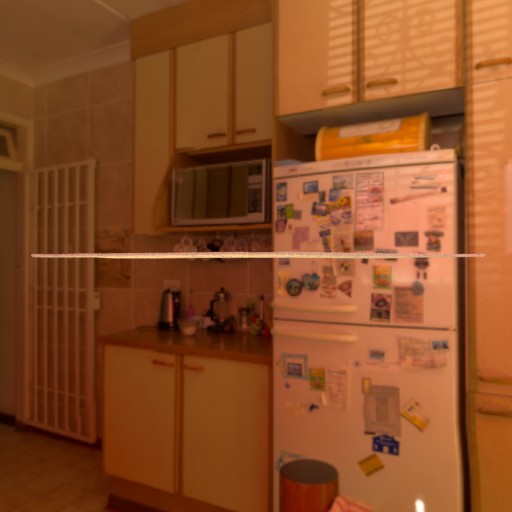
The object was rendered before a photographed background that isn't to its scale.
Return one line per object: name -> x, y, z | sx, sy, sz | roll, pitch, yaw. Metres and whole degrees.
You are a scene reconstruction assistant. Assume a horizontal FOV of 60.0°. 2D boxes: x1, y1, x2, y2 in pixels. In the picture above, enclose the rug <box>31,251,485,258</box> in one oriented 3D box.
rug -> 0.000, 0.000, 3.062 | 2.338, 0.030, 1.616 | 0, -1, -2
